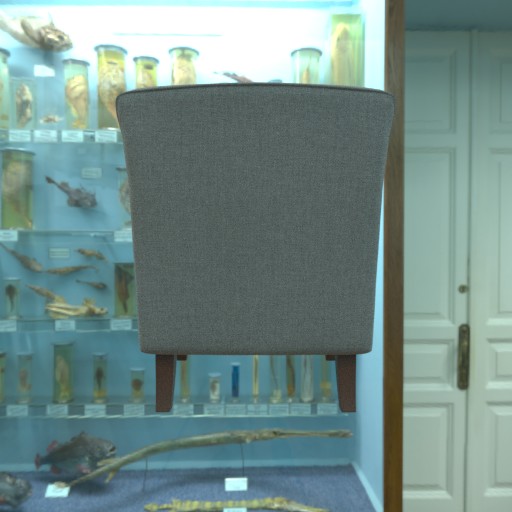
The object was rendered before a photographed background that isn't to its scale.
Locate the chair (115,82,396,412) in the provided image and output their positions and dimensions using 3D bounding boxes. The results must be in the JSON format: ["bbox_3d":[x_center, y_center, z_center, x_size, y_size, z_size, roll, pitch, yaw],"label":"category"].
[{"bbox_3d":[0.000,0.000,1.787,0.887,1.047,0.993,0,1,0],"label":"chair"}]
